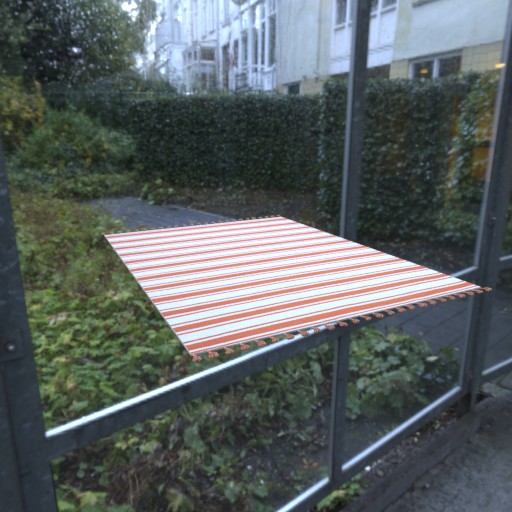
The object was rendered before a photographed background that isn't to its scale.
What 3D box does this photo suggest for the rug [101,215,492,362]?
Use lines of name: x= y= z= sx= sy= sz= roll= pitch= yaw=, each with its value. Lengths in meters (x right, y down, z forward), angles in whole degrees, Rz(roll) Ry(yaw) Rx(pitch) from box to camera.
rug: x=0.000 y=0.000 z=4.374 sx=2.451 sy=0.035 sz=3.369 roll=-8 pitch=18 yaw=-26
